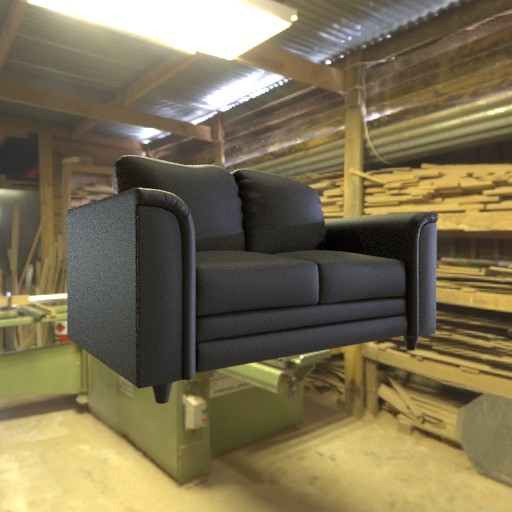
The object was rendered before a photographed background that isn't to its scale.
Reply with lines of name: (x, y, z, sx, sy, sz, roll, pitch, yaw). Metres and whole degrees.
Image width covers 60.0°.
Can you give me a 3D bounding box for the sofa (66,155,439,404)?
sofa: (0.000, 0.000, 1.946, 1.386, 0.845, 0.887, -1, 1, -35)
